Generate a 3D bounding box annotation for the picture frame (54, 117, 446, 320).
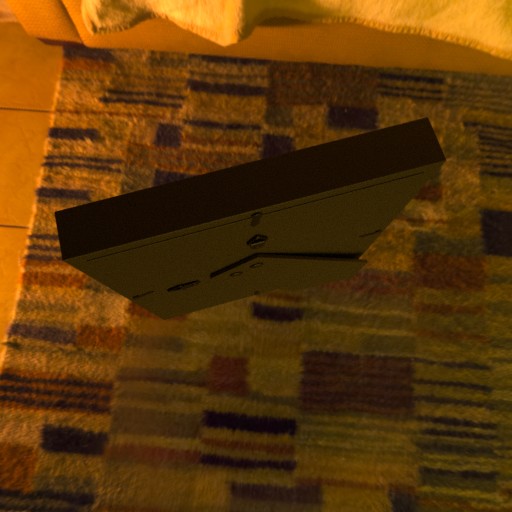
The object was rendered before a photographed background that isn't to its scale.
[{"bbox_3d":[0.000,0.000,0.398,0.232,0.284,0.042,-15,76,-4],"label":"picture frame"}]
